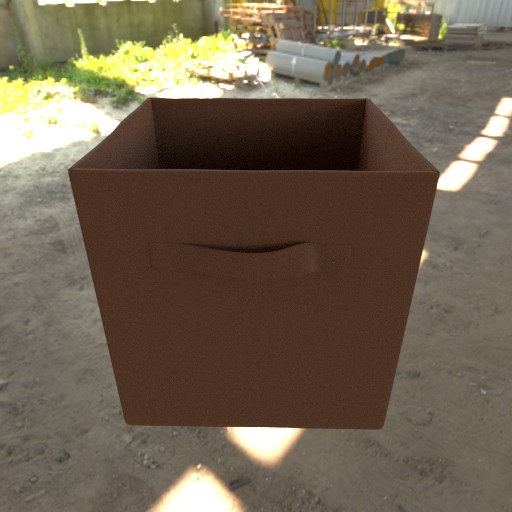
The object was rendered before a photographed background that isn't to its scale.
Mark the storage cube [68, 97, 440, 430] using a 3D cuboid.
[{"bbox_3d":[0.000,0.000,0.485,0.270,0.280,0.270,1,31,1],"label":"storage cube"}]
